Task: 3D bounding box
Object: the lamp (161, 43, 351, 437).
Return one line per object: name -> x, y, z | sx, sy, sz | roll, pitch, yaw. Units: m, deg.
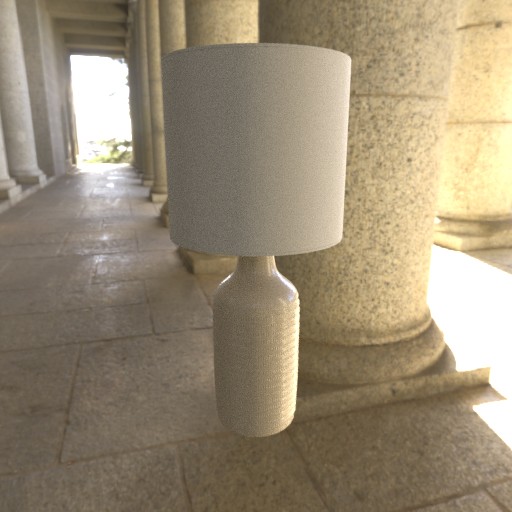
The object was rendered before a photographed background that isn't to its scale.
lamp -> 0.000, 0.000, 0.585 | 0.220, 0.475, 0.220 | 14, 20, 42
